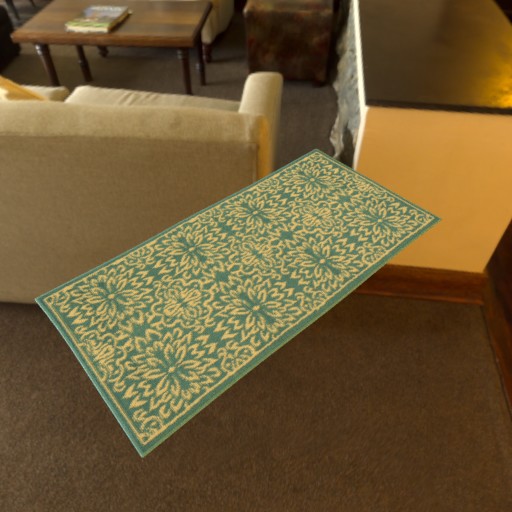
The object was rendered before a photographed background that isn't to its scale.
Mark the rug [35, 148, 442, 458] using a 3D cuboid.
[{"bbox_3d":[0.000,0.000,1.432,1.219,0.007,0.604,-33,54,-28],"label":"rug"}]
